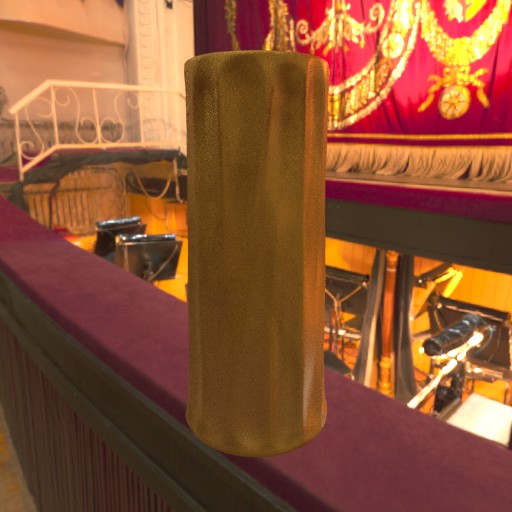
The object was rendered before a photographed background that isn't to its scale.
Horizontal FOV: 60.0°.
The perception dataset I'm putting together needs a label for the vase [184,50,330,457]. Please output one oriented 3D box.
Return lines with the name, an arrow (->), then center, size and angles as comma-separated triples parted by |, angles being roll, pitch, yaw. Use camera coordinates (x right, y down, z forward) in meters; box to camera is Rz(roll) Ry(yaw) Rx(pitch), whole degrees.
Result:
vase -> 0.000, 0.000, 0.177 | 0.061, 0.143, 0.061 | 0, 14, 0
